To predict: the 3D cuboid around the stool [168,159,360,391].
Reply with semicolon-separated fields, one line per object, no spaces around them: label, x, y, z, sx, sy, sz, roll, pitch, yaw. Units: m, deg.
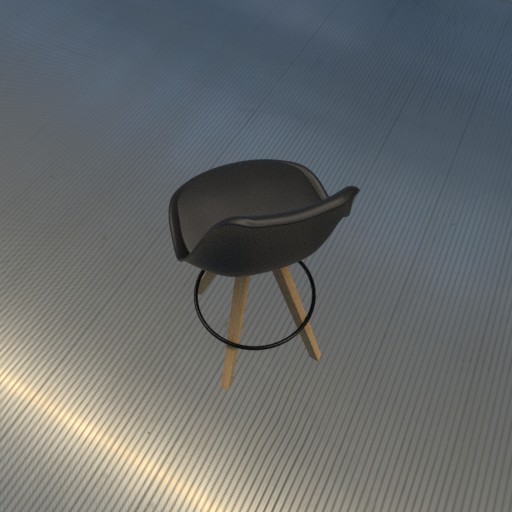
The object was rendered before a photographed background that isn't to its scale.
stool;0.000;0.000;1.420;0.485;1.115;0.550;-15;60;-9
